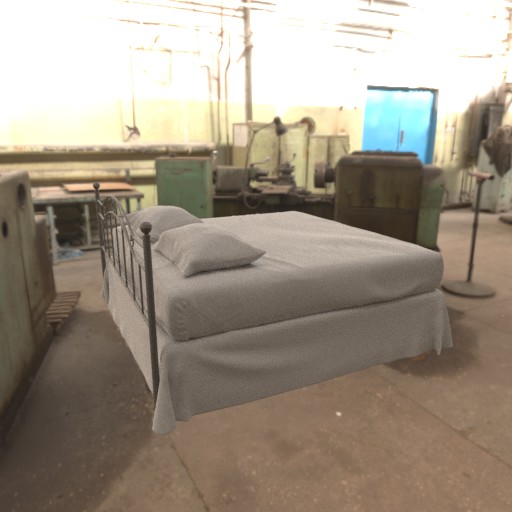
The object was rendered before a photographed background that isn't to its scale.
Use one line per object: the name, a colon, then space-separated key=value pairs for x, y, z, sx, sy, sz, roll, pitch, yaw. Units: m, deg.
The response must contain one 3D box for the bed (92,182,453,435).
bed: x=0.000 y=0.000 z=3.542 sx=2.220 sy=1.080 sz=2.309 roll=-7 pitch=17 yaw=-25
